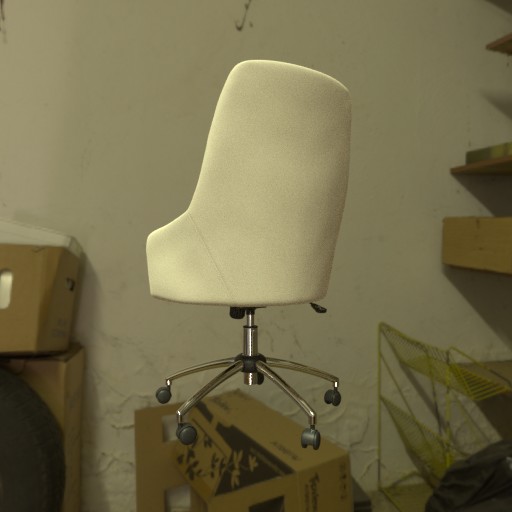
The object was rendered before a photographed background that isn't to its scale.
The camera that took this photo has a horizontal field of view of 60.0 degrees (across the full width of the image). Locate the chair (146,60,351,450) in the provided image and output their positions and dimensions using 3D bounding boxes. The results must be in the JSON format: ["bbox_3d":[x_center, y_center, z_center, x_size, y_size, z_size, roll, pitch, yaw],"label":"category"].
[{"bbox_3d":[0.000,0.000,1.458,0.620,1.049,0.640,0,0,-34],"label":"chair"}]
